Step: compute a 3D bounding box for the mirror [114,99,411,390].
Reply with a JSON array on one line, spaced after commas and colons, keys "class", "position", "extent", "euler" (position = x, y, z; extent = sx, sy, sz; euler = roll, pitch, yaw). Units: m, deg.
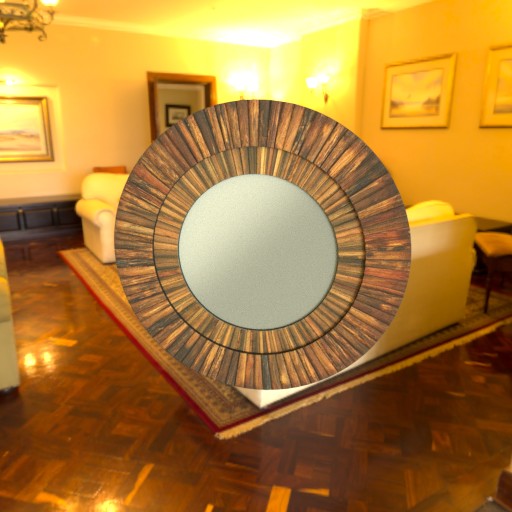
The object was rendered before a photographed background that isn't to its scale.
[{"class": "mirror", "position": [0.000, 0.000, 1.613], "extent": [1.077, 1.077, 0.036], "euler": [2, 16, 9]}]
